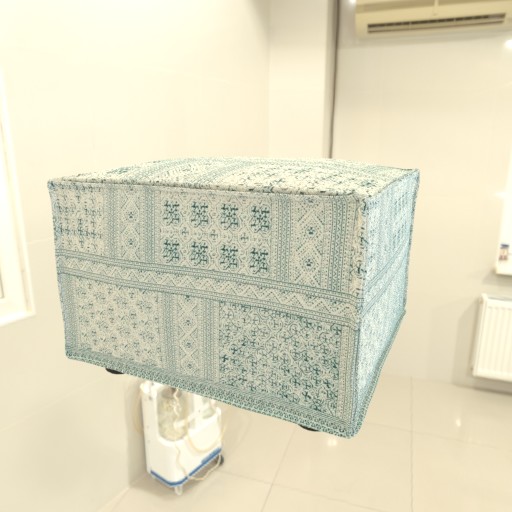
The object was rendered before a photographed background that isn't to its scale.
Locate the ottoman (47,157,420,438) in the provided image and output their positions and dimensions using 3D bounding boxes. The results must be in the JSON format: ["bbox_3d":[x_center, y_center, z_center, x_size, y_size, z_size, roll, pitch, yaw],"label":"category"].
[{"bbox_3d":[0.000,0.000,1.018,0.626,0.439,0.617,7,17,25],"label":"ottoman"}]
